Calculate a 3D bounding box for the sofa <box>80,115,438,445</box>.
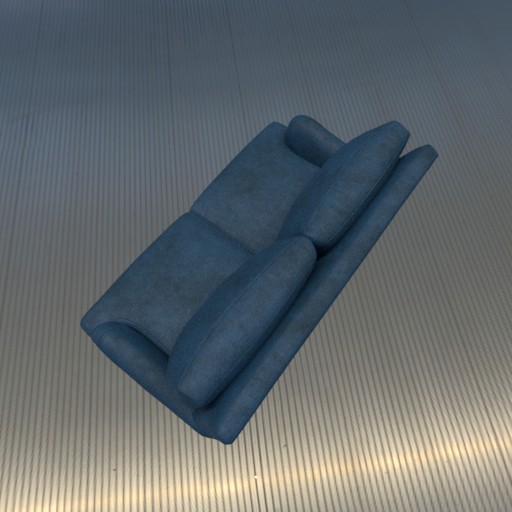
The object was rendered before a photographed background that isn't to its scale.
[{"bbox_3d":[0.000,0.000,2.540,1.084,1.101,1.853,34,68,16],"label":"sofa"}]
